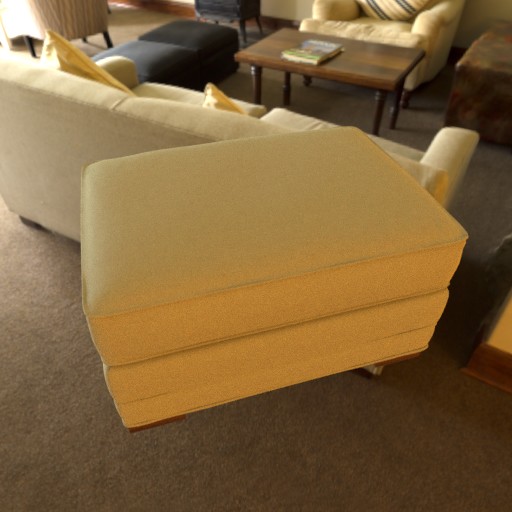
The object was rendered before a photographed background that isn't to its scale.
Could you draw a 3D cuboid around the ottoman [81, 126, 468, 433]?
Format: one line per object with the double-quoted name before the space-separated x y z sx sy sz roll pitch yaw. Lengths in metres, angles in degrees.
"ottoman" 0.000 0.000 1.216 0.848 0.482 0.611 -11 43 -12
